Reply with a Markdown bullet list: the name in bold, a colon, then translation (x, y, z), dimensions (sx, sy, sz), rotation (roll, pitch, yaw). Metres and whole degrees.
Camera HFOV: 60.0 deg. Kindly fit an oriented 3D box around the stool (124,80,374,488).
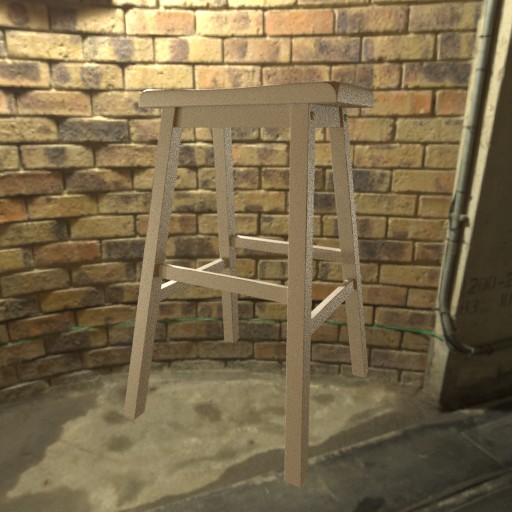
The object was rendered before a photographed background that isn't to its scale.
- **stool**: translation (0.000, 0.000, 1.047), dimensions (0.457, 0.737, 0.476), rotation (9, 18, 28)
